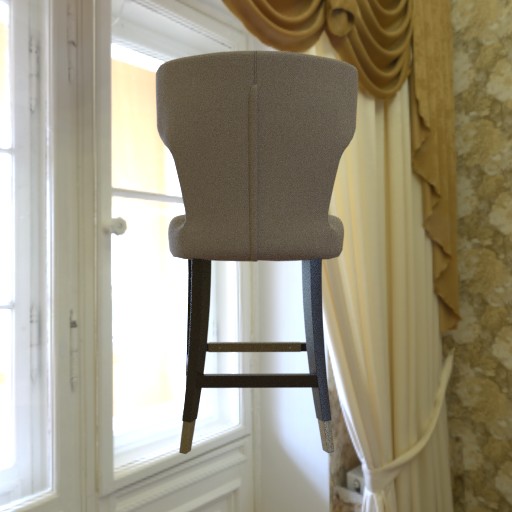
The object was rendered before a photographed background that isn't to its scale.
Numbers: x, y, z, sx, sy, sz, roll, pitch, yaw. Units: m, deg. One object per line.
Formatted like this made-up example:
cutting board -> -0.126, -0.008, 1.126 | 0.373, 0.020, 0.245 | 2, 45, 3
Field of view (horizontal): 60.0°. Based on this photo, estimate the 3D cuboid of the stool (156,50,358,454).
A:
stool -> 0.000, 0.000, 1.307 | 0.527, 0.982, 0.563 | 0, 0, -1
